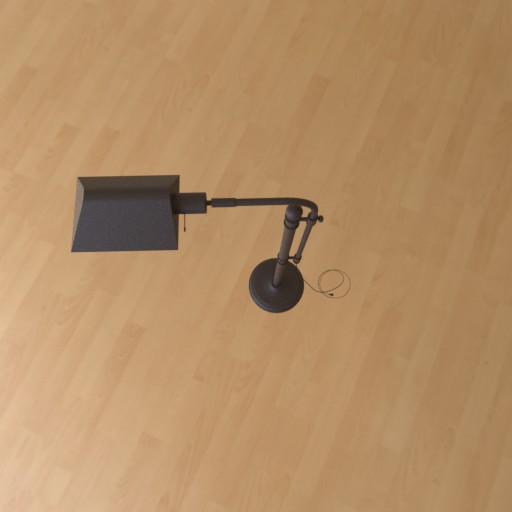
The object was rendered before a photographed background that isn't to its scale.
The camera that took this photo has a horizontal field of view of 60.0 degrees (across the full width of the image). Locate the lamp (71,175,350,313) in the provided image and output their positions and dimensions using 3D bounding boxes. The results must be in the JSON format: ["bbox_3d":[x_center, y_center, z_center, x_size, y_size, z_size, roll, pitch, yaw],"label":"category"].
[{"bbox_3d":[0.000,0.000,0.937,0.545,0.708,0.159,-1,76,0],"label":"lamp"}]
